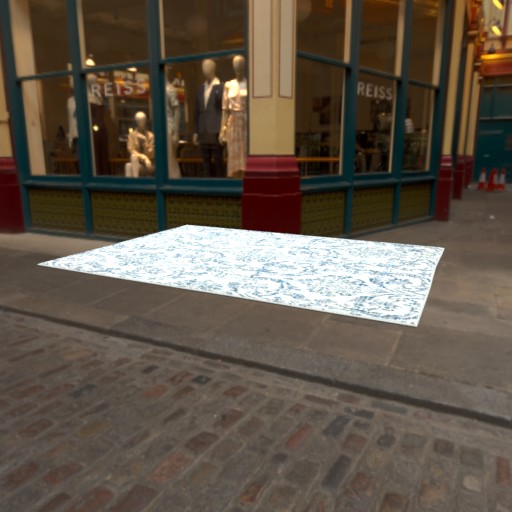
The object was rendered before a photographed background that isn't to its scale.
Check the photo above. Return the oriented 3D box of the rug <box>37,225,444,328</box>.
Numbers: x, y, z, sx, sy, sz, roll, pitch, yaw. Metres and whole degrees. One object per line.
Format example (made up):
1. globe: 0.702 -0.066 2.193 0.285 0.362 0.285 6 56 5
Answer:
1. rug: 0.000 0.000 2.918 2.197 0.014 1.586 7 15 25
